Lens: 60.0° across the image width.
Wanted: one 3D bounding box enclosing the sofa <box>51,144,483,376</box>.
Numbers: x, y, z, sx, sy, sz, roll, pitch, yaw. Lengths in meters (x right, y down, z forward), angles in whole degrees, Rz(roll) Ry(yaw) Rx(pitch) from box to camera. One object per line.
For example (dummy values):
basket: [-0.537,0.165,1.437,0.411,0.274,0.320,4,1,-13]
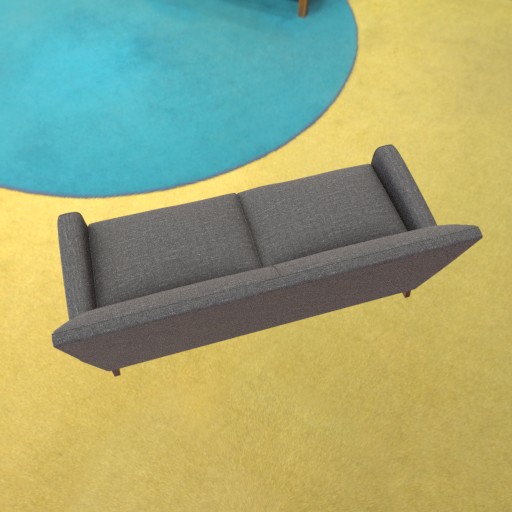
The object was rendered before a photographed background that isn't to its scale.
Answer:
sofa: [0.000,0.000,2.438,1.976,0.846,0.875,-14,58,-9]
